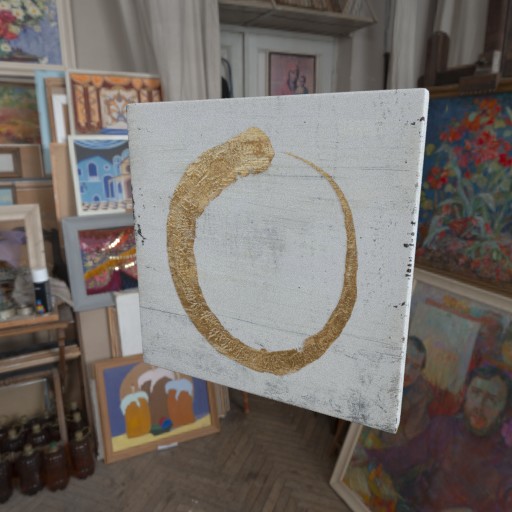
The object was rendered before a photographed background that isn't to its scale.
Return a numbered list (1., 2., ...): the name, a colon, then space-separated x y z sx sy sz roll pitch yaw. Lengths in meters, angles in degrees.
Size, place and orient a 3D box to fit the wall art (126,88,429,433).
1. wall art: 0.000 0.000 0.906 0.610 0.611 0.040 7 16 26
